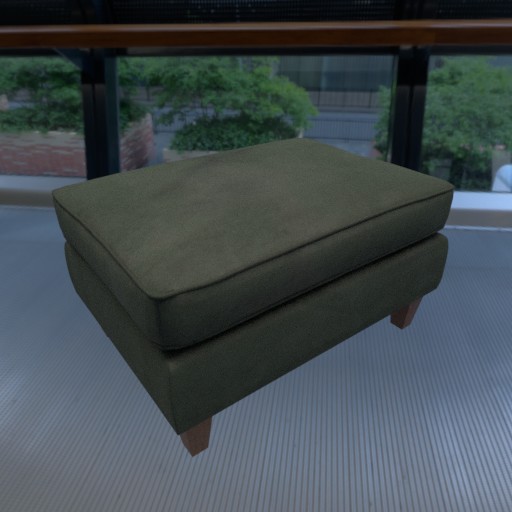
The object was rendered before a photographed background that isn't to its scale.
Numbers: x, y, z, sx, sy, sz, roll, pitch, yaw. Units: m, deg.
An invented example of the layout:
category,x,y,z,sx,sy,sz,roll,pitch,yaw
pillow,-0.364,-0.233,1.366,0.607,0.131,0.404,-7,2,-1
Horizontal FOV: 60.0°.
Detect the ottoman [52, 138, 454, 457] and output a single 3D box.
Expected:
category,x,y,z,sx,sy,sz,roll,pitch,yaw
ottoman,0.000,0.000,1.216,0.864,0.495,0.632,-20,35,-32
